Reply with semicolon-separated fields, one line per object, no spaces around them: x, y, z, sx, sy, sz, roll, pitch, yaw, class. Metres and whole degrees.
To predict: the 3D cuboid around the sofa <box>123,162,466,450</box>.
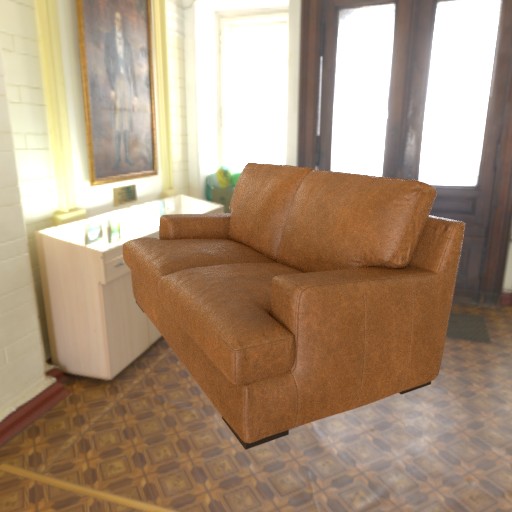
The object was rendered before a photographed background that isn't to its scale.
0.000;0.000;2.509;1.144;0.966;1.880;-8;17;-27;sofa
